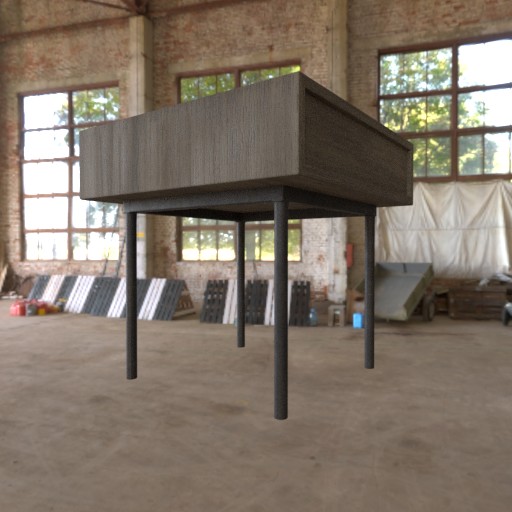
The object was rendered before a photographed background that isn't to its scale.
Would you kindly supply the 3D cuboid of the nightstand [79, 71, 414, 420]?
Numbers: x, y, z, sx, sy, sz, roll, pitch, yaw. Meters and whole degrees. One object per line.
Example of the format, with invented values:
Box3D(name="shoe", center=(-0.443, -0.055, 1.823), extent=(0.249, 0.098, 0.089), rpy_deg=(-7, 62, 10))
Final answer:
Box3D(name="nightstand", center=(0.000, 0.000, 0.933), extent=(0.503, 0.497, 0.502), rpy_deg=(1, 1, 36))
